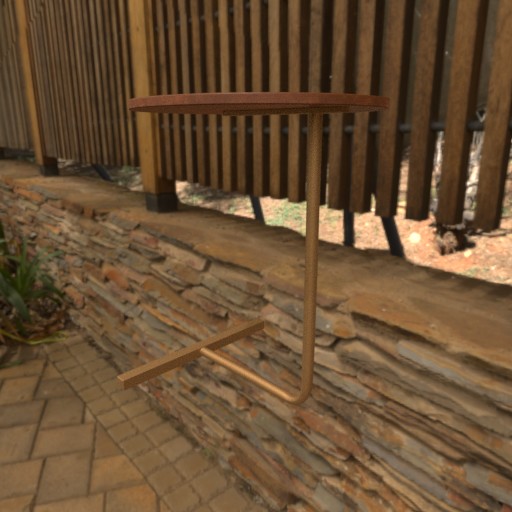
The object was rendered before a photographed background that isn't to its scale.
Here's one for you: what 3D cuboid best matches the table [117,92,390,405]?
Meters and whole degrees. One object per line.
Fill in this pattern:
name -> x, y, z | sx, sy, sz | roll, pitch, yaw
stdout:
table -> 0.000, 0.000, 1.074 | 0.577, 0.706, 0.530 | 15, 22, 43
